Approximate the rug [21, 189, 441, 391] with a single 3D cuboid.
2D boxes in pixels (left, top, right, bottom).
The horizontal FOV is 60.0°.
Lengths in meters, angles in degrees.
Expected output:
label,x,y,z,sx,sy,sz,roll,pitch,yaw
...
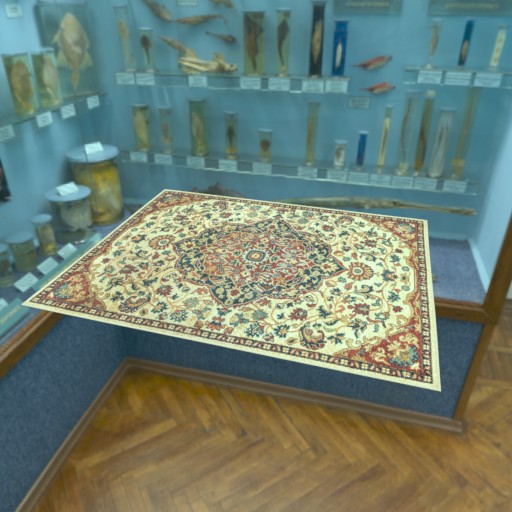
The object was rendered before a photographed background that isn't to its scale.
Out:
label,x,y,z,sx,sy,sz,roll,pitch,yaw
rug,0.000,0.000,4.065,3.067,0.005,2.454,9,32,14
